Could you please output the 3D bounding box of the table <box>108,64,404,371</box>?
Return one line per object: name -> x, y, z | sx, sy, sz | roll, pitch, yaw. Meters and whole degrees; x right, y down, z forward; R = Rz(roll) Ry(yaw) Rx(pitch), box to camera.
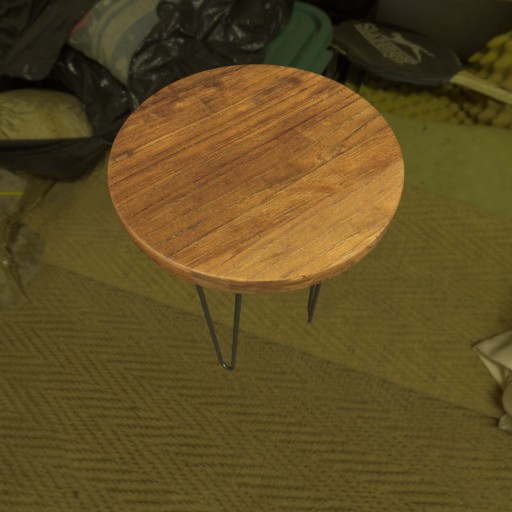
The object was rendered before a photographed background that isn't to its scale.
table -> 0.000, 0.000, 0.821 | 0.400, 0.520, 0.400 | 0, 57, 0
